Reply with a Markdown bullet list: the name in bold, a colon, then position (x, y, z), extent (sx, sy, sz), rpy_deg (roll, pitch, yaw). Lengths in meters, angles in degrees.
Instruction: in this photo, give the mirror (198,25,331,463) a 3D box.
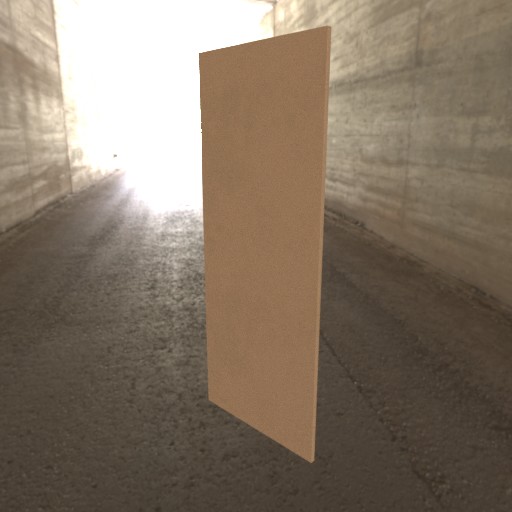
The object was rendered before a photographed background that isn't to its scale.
- **mirror**: position (0.000, 0.000, 2.287), extent (0.812, 2.031, 0.026), rpy_deg (14, 20, 42)
